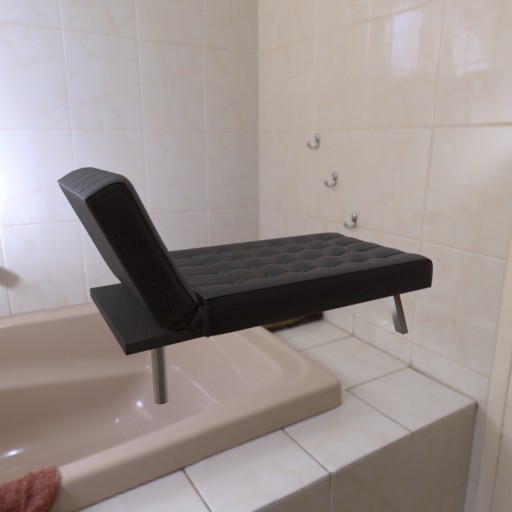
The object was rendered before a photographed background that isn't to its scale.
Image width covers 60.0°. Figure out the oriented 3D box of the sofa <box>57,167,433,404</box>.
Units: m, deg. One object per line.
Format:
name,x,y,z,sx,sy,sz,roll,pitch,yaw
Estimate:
sofa,0.000,0.000,2.059,1.560,0.820,0.760,-8,16,-28
